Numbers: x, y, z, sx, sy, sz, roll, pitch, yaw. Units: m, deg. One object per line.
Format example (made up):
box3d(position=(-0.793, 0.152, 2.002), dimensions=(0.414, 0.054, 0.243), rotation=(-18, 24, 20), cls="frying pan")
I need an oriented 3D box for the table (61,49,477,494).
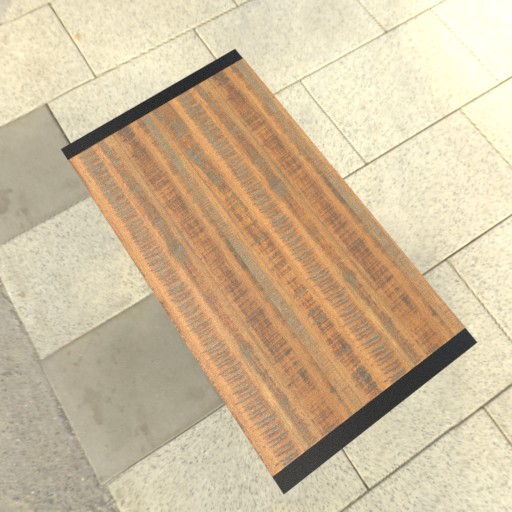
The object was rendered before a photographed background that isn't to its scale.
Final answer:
box3d(position=(0.000, 0.000, 1.671), dimensions=(0.750, 0.400, 1.350), rotation=(-34, 77, -9), cls="table")
